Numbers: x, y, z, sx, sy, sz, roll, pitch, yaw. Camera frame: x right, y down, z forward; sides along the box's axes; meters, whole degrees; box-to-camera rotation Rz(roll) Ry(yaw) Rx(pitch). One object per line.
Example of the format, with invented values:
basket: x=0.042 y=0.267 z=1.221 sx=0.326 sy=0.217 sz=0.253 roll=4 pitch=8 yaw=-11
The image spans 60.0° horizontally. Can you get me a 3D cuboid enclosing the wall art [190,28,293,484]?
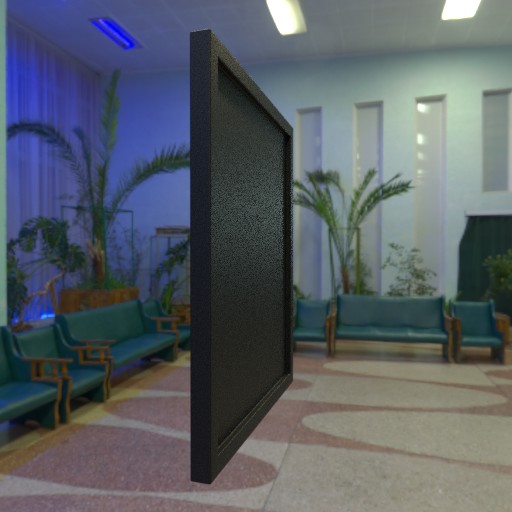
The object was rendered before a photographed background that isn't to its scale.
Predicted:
wall art: x=0.000 y=0.000 z=0.764 sx=0.028 sy=0.559 sz=0.457 roll=0 pitch=1 yaw=18
